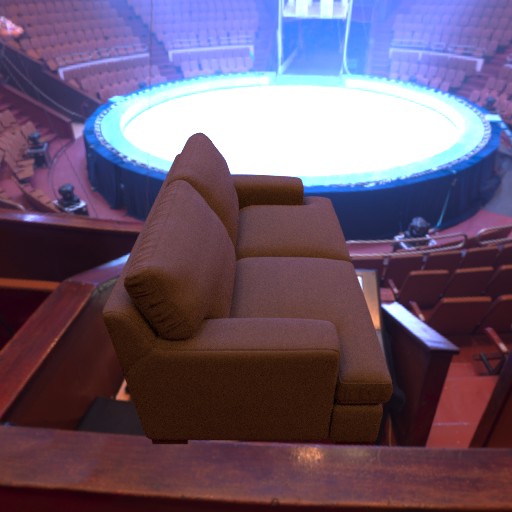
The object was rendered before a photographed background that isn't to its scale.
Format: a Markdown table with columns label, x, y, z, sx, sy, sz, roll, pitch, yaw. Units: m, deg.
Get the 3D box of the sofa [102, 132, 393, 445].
| label | x | y | z | sx | sy | sz | roll | pitch | yaw |
| --- | --- | --- | --- | --- | --- | --- | --- | --- | --- |
| sofa | 0.000 | 0.000 | 2.528 | 1.140 | 0.950 | 1.869 | 0 | 32 | 0 |
